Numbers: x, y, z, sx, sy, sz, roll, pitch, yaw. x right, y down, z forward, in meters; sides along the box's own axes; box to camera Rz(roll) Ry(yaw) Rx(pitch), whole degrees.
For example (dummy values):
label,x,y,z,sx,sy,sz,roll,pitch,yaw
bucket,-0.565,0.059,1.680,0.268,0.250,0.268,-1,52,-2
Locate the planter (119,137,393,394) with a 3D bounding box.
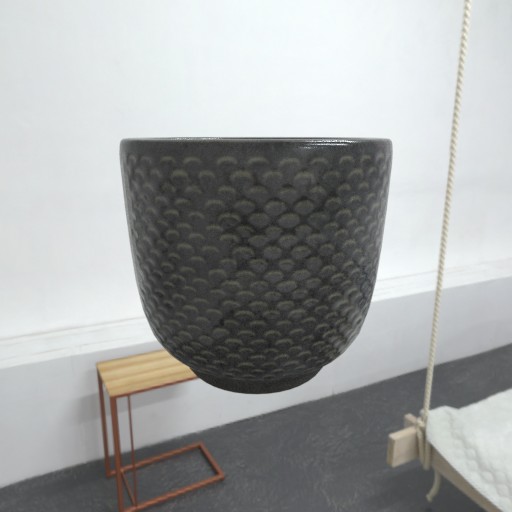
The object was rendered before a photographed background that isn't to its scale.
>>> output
label,x,y,z,sx,sy,sz,roll,pitch,yaw
planter,0.000,0.000,0.251,0.140,0.129,0.140,0,15,0
